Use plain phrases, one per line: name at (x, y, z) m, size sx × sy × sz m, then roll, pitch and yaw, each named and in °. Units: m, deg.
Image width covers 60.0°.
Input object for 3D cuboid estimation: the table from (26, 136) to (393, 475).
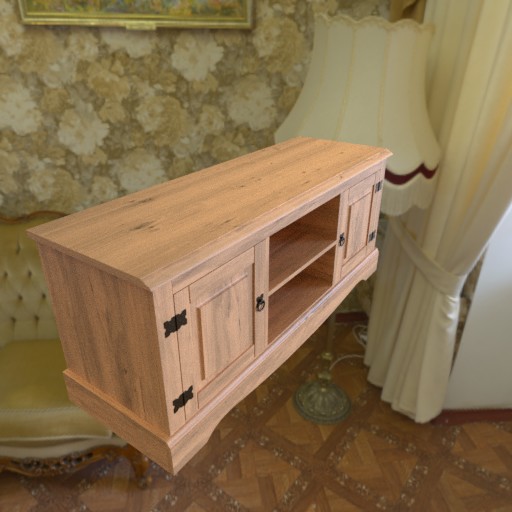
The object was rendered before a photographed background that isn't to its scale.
table at (0.000, 0.000, 1.432) m, size 0.400 × 0.510 × 1.200 m, roll 18°, pitch 32°, yaw 31°
